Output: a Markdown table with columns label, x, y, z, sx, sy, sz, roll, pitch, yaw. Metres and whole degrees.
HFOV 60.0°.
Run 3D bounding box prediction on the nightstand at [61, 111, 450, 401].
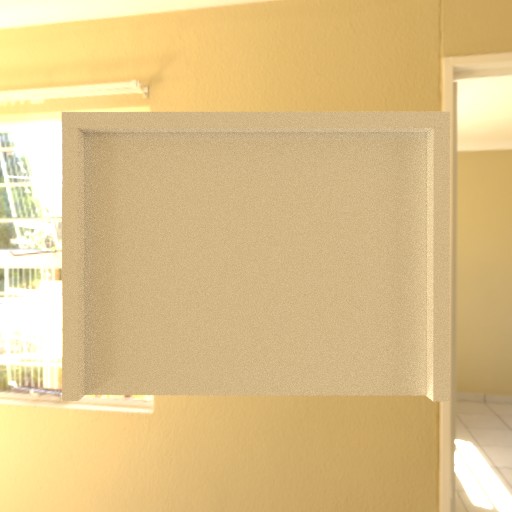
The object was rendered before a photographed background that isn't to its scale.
| label | x | y | z | sx | sy | sz | roll | pitch | yaw |
| --- | --- | --- | --- | --- | --- | --- | --- | --- | --- |
| nightstand | 0.000 | 0.000 | 0.740 | 0.470 | 0.351 | 0.408 | 0 | 0 | 0 |
